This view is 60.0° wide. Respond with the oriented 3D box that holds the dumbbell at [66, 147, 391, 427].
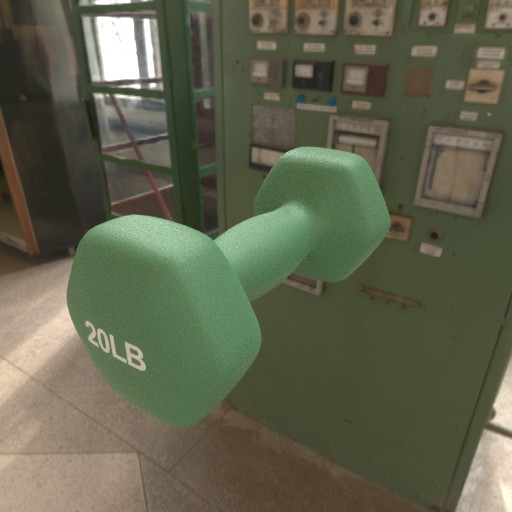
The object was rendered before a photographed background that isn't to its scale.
[{"bbox_3d":[0.000,0.000,0.324,0.126,0.114,0.257,18,32,31],"label":"dumbbell"}]
